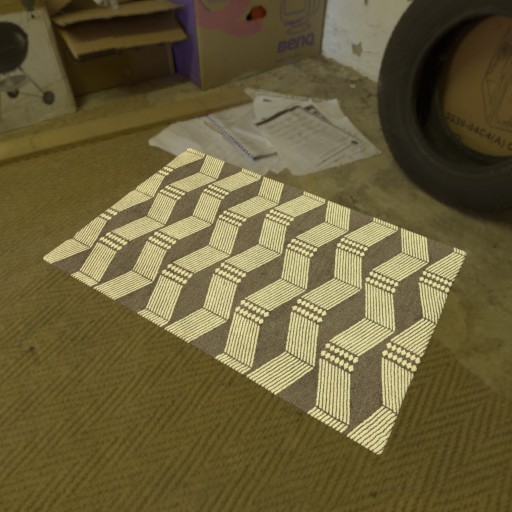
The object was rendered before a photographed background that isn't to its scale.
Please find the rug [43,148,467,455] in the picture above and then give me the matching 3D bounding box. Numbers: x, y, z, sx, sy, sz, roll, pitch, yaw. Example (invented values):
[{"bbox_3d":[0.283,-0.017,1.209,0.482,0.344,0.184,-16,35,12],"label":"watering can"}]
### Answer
[{"bbox_3d":[0.000,0.000,2.288,1.833,0.016,1.210,25,51,22],"label":"rug"}]
